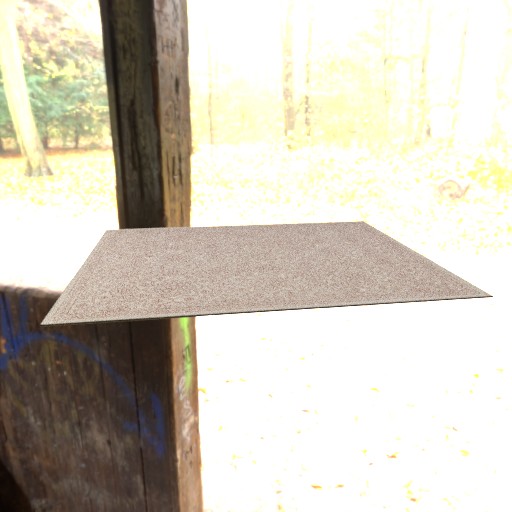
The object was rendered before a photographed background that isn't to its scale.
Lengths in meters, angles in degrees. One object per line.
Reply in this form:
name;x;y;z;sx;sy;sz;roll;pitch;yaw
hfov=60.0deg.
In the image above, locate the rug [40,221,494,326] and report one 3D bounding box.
rug;0.000;0.000;4.077;3.050;0.015;2.441;-3;18;-8
